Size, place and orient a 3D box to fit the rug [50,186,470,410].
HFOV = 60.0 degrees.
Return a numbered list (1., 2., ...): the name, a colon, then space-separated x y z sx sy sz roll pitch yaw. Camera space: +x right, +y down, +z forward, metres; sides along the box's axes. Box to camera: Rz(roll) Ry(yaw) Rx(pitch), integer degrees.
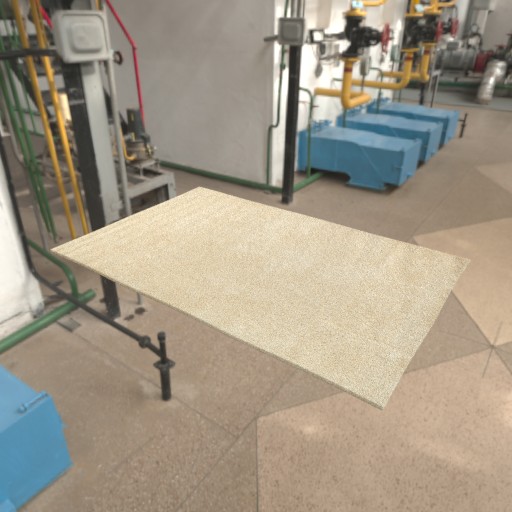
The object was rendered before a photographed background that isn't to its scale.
1. rug: 0.000 0.000 2.938 2.346 0.025 1.500 19 34 31
